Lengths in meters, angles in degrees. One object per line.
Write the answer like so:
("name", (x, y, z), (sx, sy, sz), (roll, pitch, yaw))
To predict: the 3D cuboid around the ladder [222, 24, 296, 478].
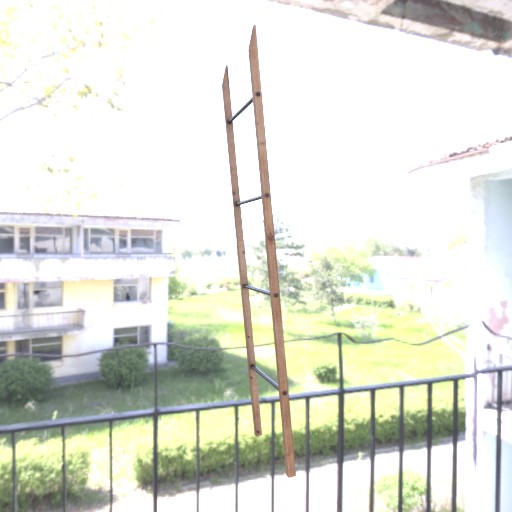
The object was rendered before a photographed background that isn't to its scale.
("ladder", (0.000, 0.000, 1.968), (0.200, 1.805, 0.442), (-1, 2, -19))
